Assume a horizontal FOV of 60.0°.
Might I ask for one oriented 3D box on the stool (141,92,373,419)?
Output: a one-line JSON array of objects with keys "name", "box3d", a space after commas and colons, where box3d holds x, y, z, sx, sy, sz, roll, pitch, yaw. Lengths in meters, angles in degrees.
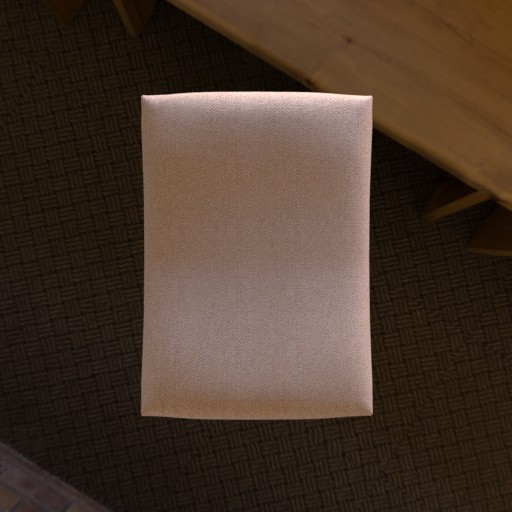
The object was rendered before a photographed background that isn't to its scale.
[{"name": "stool", "box3d": [0.000, 0.000, 1.018, 0.372, 0.742, 0.504, 0, 90, 0]}]
